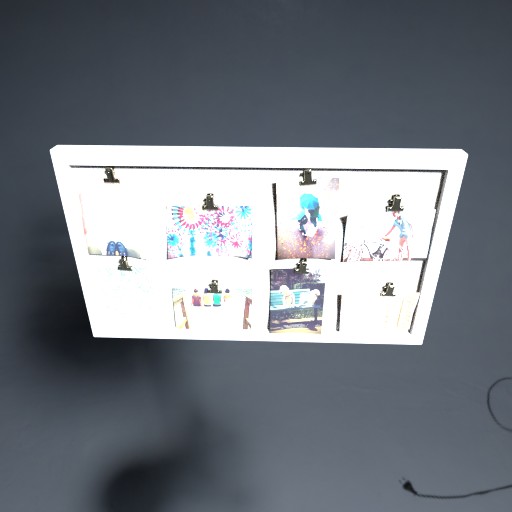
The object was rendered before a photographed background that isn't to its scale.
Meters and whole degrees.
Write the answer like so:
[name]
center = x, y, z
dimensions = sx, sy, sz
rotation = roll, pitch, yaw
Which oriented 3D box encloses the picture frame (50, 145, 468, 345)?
[picture frame]
center = 0.000, 0.000, 0.784
dimensions = 0.647, 0.379, 0.044
rotation = 1, 30, 2
